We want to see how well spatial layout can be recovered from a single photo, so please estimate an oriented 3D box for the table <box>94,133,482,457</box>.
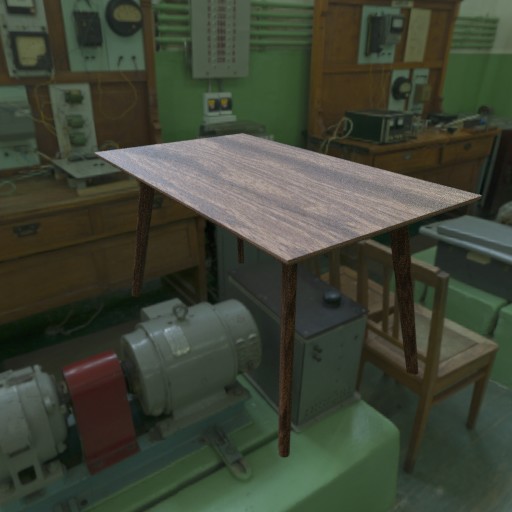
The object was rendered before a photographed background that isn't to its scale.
[{"bbox_3d":[0.000,0.000,1.847,0.801,0.724,1.349,-17,30,-32],"label":"table"}]
